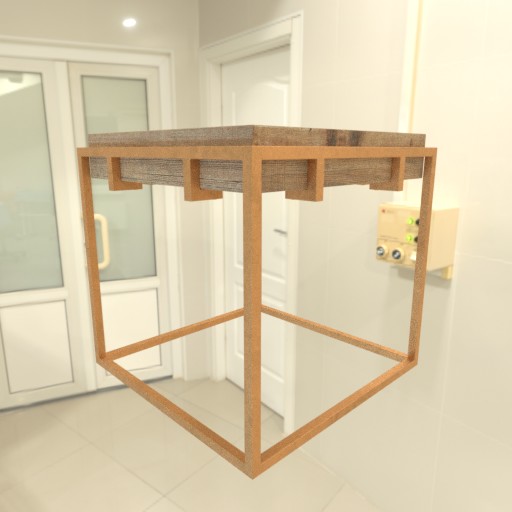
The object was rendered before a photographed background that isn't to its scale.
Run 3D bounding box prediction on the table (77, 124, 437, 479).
[{"bbox_3d":[0.000,0.000,1.101,0.599,0.584,0.599,-13,18,-43],"label":"table"}]
